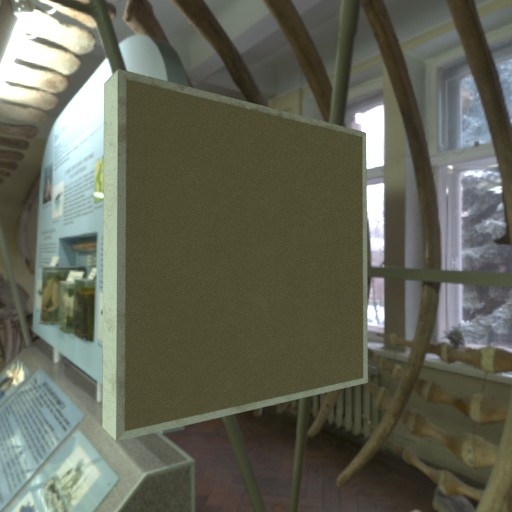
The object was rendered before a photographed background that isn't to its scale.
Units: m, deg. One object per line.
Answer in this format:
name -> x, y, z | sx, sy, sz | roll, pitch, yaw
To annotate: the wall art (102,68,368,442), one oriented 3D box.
wall art -> 0.000, 0.000, 0.464 | 0.305, 0.303, 0.038 | 1, -1, -36
